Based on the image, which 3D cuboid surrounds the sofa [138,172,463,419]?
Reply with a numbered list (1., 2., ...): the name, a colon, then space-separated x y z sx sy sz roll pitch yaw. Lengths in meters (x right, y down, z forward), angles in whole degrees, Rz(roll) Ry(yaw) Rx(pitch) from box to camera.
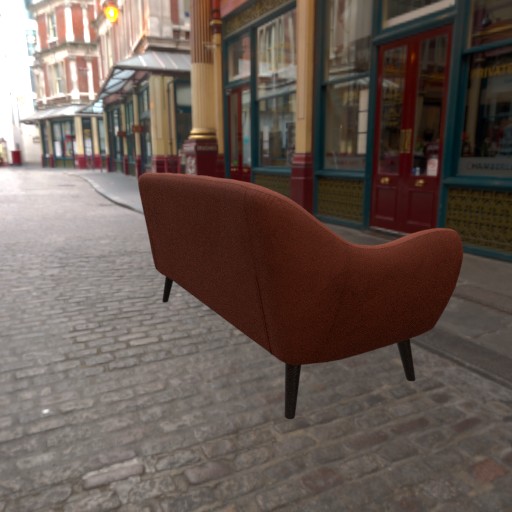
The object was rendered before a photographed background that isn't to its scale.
1. sofa: 0.000 0.000 2.269 0.820 0.836 1.840 -6 14 -28
